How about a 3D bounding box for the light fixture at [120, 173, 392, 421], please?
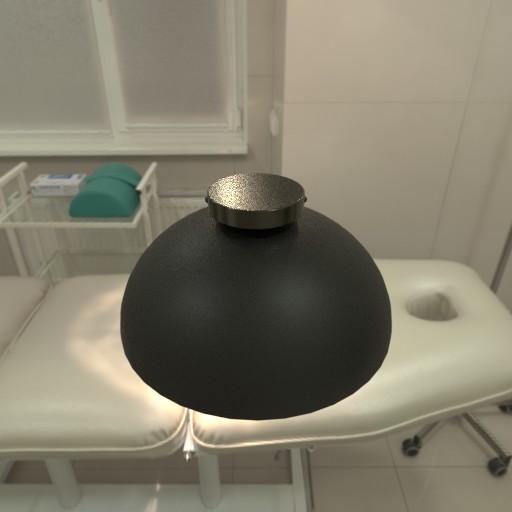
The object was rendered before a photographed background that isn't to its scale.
[{"bbox_3d":[0.000,0.000,0.556,0.355,0.177,0.355,0,31,0],"label":"light fixture"}]
